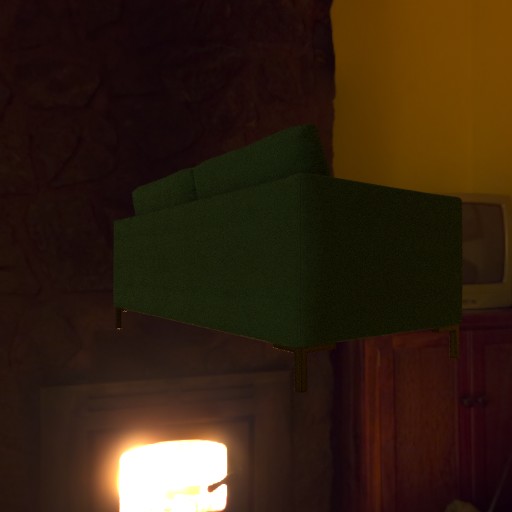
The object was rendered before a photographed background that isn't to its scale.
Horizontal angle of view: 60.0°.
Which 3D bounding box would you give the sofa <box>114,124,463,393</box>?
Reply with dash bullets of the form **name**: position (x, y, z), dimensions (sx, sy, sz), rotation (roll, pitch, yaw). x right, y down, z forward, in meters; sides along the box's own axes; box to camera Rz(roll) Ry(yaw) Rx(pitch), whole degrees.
- **sofa**: position (0.000, 0.000, 2.159), dimensions (0.875, 0.817, 1.676), rotation (1, -2, -36)
